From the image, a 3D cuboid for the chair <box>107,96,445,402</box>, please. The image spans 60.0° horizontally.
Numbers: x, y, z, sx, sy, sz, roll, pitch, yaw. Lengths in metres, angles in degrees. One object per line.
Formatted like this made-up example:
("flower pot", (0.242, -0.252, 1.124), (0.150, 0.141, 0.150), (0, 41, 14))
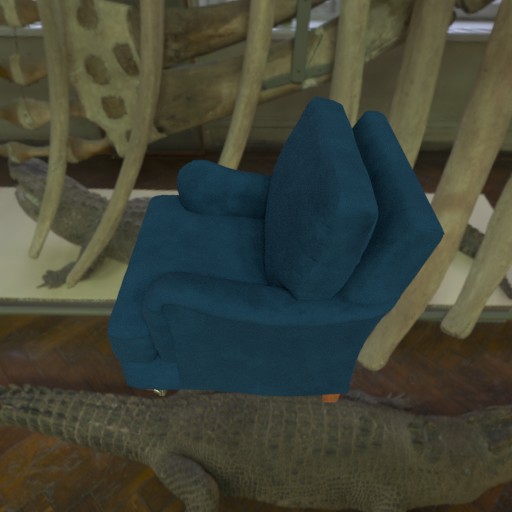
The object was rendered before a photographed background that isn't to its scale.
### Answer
("chair", (0.000, 0.000, 1.847), (1.078, 1.076, 0.895), (0, 41, 0))
